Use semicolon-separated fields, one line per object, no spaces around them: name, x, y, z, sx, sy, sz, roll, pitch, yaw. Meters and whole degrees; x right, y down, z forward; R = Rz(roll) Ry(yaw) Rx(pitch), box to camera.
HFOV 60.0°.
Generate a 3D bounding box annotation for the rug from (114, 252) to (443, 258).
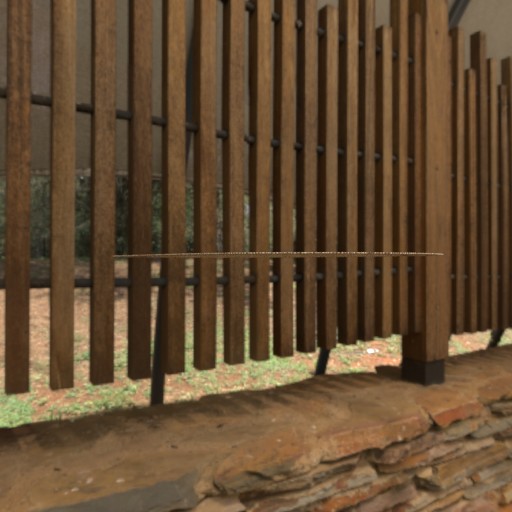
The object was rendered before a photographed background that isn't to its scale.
rug;0.000;0.000;2.980;1.520;0.006;2.432;1;-1;-38
